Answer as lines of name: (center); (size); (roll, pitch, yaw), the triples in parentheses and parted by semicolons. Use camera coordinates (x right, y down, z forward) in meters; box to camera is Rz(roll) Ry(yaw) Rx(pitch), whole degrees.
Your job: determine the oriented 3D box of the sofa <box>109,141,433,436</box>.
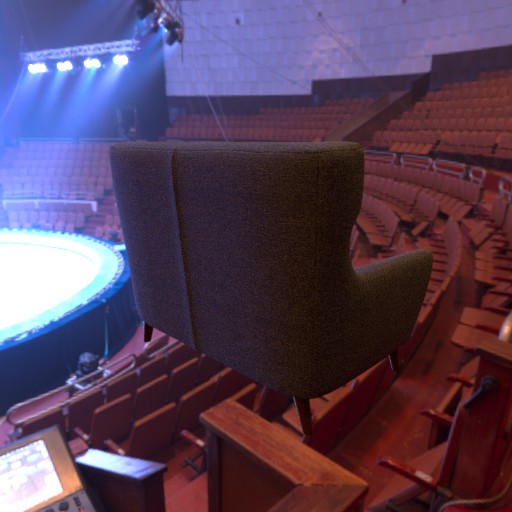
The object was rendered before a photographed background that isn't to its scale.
sofa: (0.000, 0.000, 2.052); (1.358, 1.028, 0.874); (14, 20, 43)
